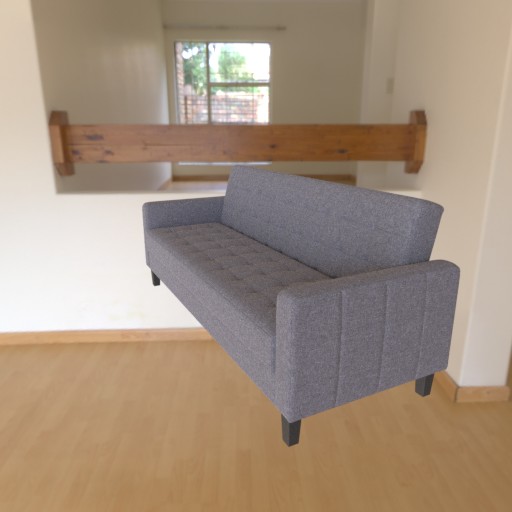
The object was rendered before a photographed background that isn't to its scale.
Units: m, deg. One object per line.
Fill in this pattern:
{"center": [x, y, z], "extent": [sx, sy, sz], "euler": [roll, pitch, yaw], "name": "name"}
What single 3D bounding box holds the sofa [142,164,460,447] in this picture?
{"center": [0.000, 0.000, 2.476], "extent": [0.810, 0.850, 2.040], "euler": [-8, 19, -26], "name": "sofa"}
